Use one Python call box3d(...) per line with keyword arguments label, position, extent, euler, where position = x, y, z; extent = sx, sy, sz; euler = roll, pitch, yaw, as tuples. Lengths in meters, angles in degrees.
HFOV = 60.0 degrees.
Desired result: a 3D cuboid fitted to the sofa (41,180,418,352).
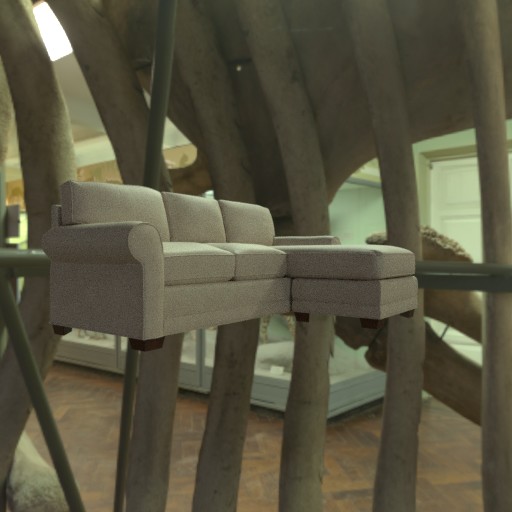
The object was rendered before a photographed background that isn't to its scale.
box3d(label="sofa", position=(0.000, 0.000, 2.370), extent=(1.226, 0.734, 1.770), euler=(0, 0, 37))
